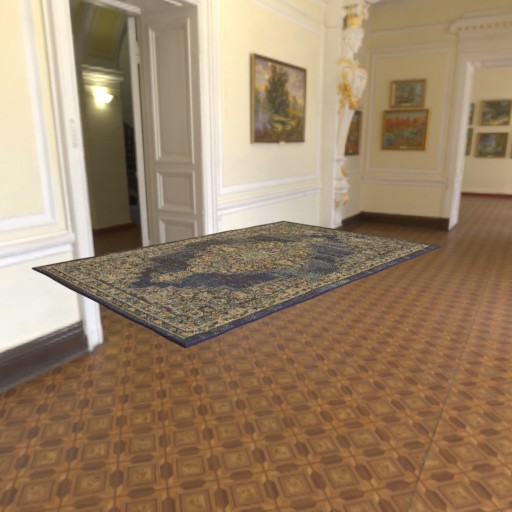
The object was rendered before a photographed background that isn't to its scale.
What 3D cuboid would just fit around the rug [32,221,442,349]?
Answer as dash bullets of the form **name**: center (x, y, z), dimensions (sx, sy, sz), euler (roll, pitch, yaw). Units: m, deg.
- **rug**: center (0.000, 0.000, 2.269), dimensions (1.184, 0.012, 1.781), euler (14, 20, 43)
